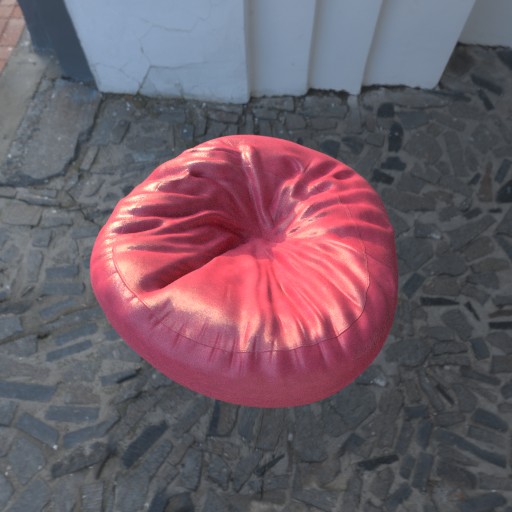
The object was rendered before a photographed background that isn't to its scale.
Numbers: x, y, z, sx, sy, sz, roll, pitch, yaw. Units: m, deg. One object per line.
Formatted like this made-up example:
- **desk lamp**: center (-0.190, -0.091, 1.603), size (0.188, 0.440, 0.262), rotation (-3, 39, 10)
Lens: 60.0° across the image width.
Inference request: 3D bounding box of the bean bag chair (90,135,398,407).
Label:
- **bean bag chair**: center (0.000, 0.000, 2.393), size (1.524, 0.878, 1.524), rotation (19, 65, 9)
